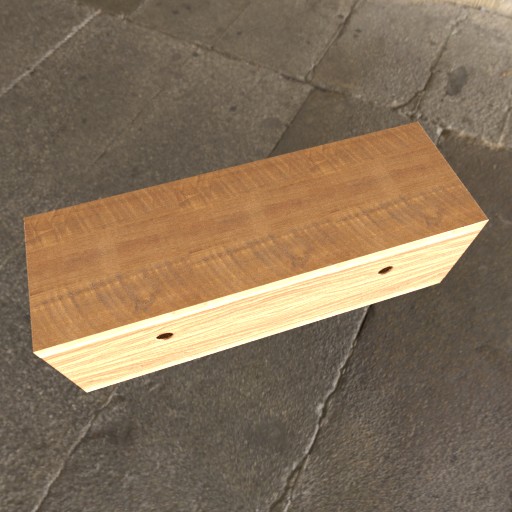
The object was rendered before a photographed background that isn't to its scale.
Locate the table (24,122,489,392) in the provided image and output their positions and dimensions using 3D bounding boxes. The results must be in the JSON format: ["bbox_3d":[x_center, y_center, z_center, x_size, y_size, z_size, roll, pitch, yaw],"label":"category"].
[{"bbox_3d":[0.000,0.000,1.715,1.499,0.491,0.499,-16,61,-9],"label":"table"}]
